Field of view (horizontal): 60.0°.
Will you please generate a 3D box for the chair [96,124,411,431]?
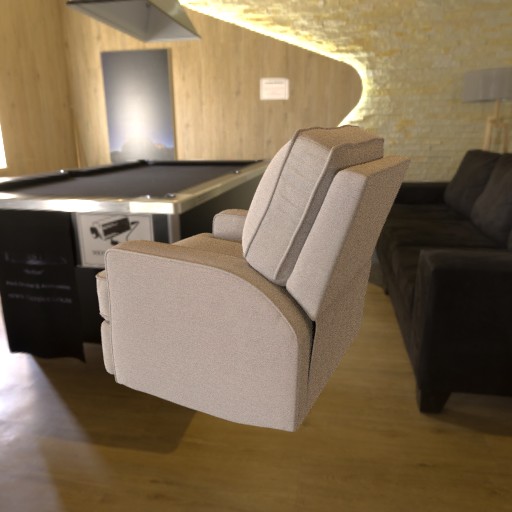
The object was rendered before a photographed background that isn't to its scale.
[{"bbox_3d":[0.000,0.000,1.695,0.969,0.964,0.861,8,18,25],"label":"chair"}]
